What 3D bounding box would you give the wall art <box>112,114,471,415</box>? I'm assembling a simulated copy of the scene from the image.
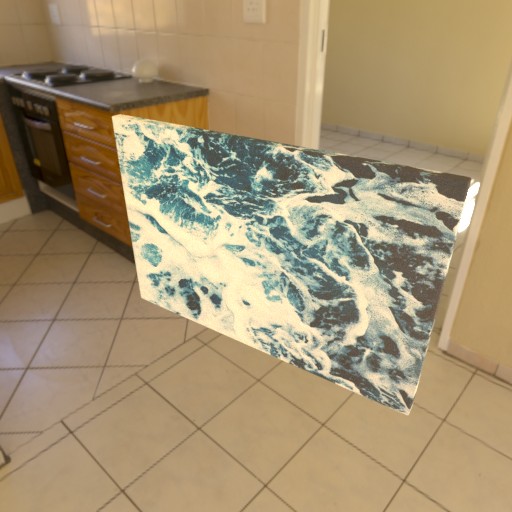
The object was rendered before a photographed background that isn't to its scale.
[{"bbox_3d":[0.000,0.000,1.936,1.524,1.017,0.055,18,35,28],"label":"wall art"}]
